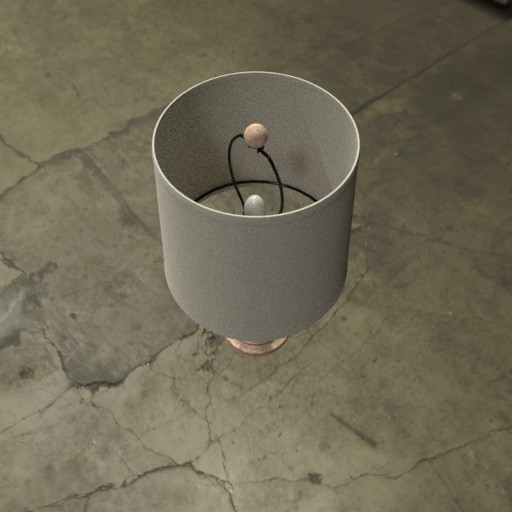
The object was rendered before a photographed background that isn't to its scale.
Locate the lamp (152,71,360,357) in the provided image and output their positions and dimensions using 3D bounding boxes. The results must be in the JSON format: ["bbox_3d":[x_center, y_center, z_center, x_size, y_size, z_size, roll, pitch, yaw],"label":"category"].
[{"bbox_3d":[0.000,0.000,0.666,0.273,0.497,0.273,0,58,0],"label":"lamp"}]
